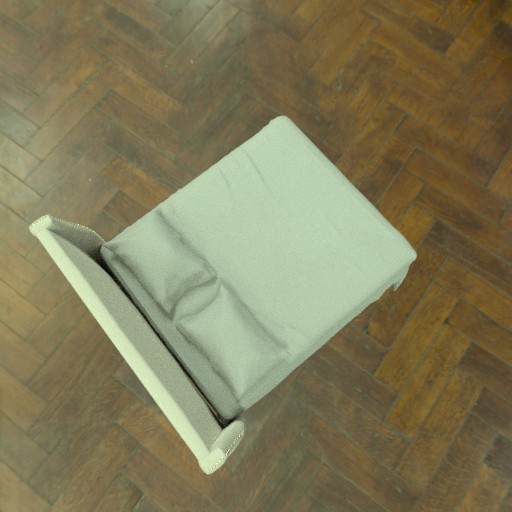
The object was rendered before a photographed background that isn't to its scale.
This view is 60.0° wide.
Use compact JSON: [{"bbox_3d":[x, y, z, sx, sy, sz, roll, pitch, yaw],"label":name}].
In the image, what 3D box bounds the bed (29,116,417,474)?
[{"bbox_3d":[0.000,0.000,3.468,2.276,1.332,1.925,-38,78,-10],"label":"bed"}]
